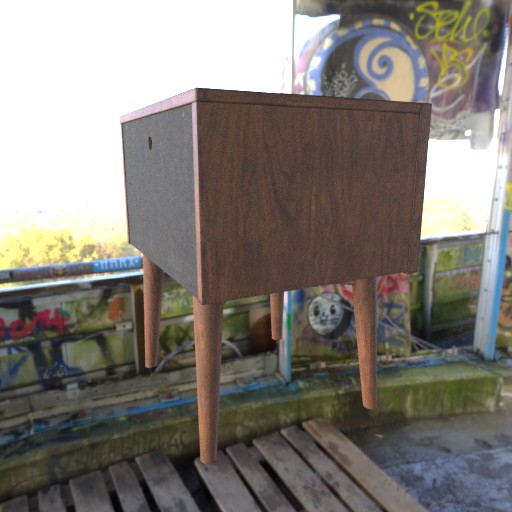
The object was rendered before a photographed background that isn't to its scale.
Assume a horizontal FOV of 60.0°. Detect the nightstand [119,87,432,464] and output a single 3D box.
[{"bbox_3d":[0.000,0.000,0.969,0.445,0.607,0.521,-7,15,-27],"label":"nightstand"}]
